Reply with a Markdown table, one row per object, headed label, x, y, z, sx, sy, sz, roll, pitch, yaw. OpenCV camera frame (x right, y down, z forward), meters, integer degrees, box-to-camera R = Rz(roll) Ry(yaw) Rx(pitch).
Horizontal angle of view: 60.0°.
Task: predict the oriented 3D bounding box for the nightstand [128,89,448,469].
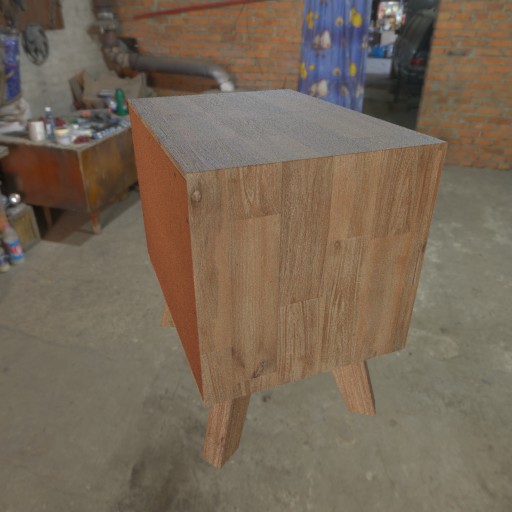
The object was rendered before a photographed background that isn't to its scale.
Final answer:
| label | x | y | z | sx | sy | sz | roll | pitch | yaw |
| --- | --- | --- | --- | --- | --- | --- | --- | --- | --- |
| nightstand | 0.000 | 0.000 | 0.961 | 0.396 | 0.589 | 0.552 | -11 | 31 | -19 |
